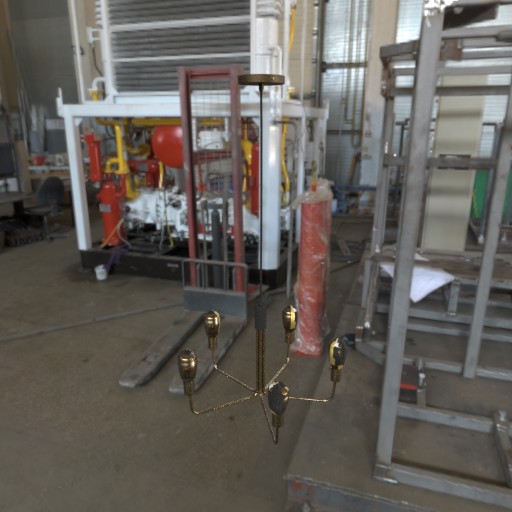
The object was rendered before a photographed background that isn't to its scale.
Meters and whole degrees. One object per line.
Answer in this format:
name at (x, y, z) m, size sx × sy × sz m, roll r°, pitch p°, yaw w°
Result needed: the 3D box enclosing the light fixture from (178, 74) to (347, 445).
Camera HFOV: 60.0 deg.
light fixture at (0.000, 0.000, 1.398) m, size 0.532 × 1.059 × 0.588 m, roll -8°, pitch 19°, yaw -26°
